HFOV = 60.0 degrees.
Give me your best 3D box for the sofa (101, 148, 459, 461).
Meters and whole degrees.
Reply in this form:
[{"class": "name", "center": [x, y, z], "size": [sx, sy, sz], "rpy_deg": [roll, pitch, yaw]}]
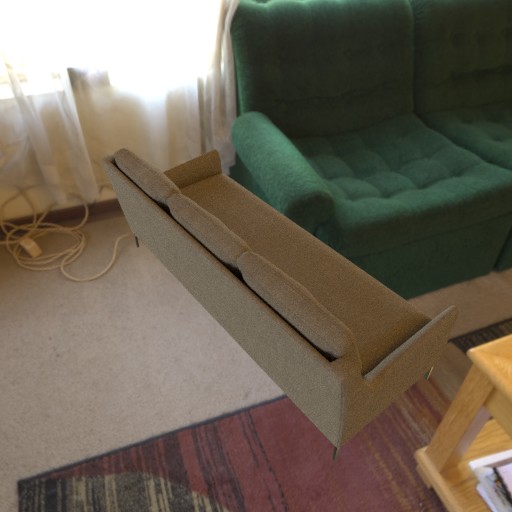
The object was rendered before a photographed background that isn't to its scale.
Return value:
[{"class": "sofa", "center": [0.000, 0.000, 2.548], "size": [0.849, 0.837, 2.060], "rpy_deg": [-27, 48, -28]}]
